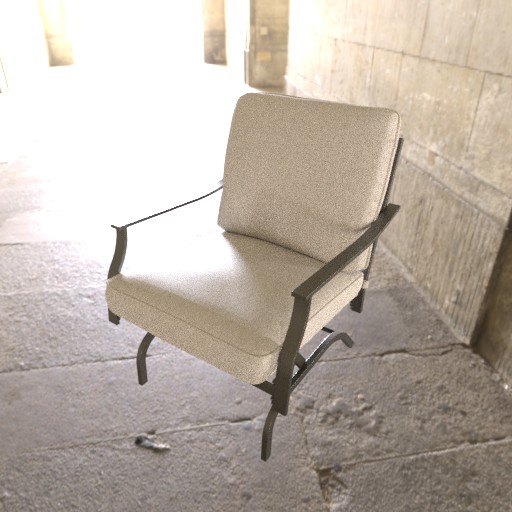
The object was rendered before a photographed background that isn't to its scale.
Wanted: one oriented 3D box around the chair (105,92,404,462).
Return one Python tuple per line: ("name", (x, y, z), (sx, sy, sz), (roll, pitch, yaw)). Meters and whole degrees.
("chair", (0.000, 0.000, 1.390), (0.650, 0.860, 0.787), (19, 35, 30))
